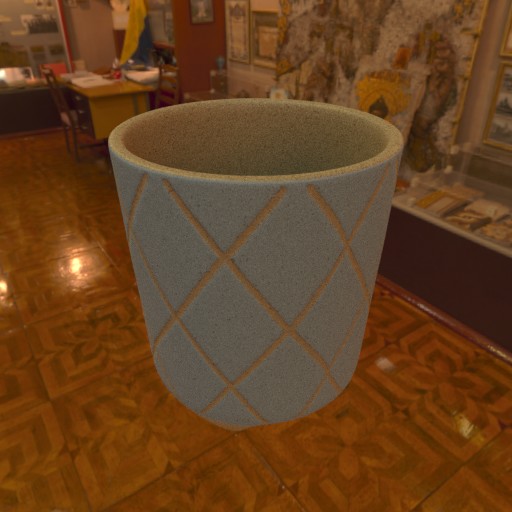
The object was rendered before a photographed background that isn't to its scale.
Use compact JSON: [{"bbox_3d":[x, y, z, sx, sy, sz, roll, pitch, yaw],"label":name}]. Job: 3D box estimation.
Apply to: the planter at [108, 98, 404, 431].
[{"bbox_3d":[0.000,0.000,0.347,0.191,0.200,0.191,0,31,0],"label":"planter"}]
